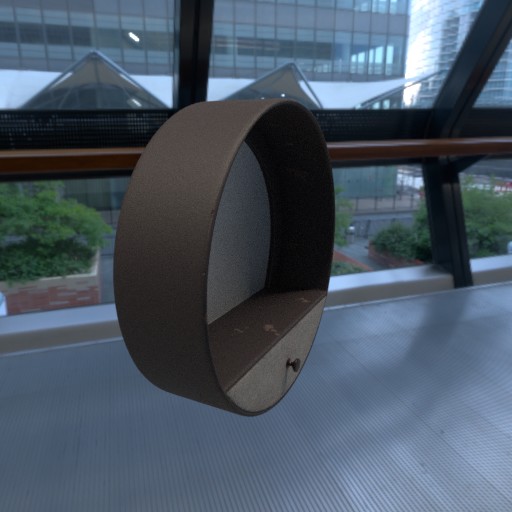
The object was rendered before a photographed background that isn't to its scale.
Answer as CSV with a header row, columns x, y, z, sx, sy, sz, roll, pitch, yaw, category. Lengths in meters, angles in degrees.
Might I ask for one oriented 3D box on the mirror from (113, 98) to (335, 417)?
x,y,z,sx,sy,sz,roll,pitch,yaw,category
0.000,0.000,0.579,0.126,0.386,0.386,8,17,26,mirror
